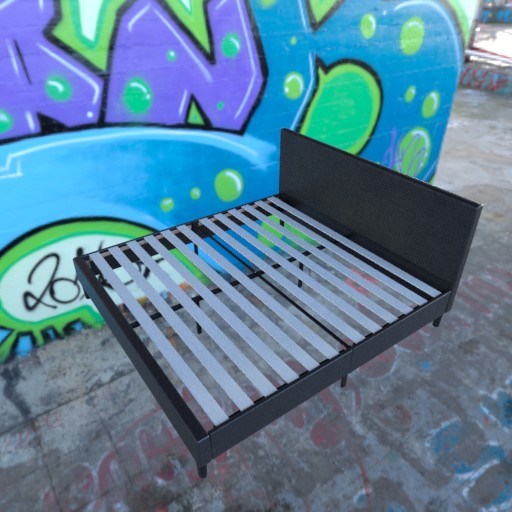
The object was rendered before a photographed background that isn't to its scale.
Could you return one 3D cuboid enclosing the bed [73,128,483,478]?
[{"bbox_3d":[0.000,0.000,3.282,2.152,1.046,2.018,-21,39,-29],"label":"bed"}]
